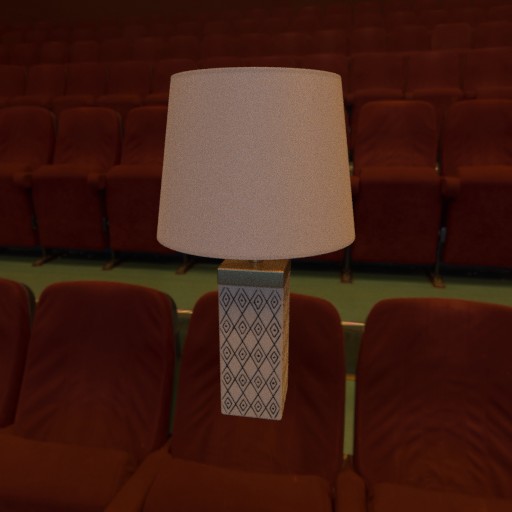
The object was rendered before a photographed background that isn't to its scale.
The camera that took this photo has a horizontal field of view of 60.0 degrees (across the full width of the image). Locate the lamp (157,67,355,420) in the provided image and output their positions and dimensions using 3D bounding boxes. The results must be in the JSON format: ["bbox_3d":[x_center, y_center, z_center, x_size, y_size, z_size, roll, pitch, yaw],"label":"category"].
[{"bbox_3d":[0.000,0.000,0.583,0.251,0.435,0.251,0,16,0],"label":"lamp"}]
